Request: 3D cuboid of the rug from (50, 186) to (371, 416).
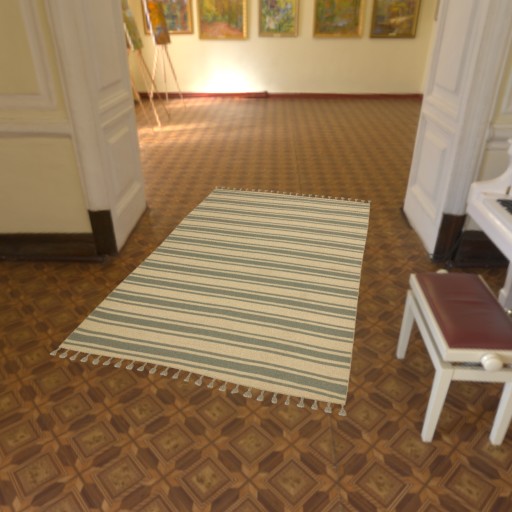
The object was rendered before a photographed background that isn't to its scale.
[{"bbox_3d":[0.000,0.000,2.573,1.222,0.009,2.084,8,30,13],"label":"rug"}]
